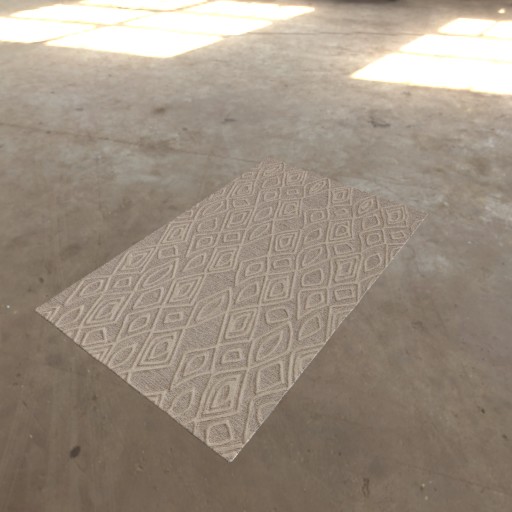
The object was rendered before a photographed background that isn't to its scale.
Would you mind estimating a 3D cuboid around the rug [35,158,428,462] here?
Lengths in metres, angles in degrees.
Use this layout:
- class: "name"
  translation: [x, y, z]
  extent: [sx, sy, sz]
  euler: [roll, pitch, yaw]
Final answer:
- class: "rug"
  translation: [0.000, 0.000, 3.072]
  extent: [1.546, 0.010, 2.442]
  euler: [26, 46, 27]
